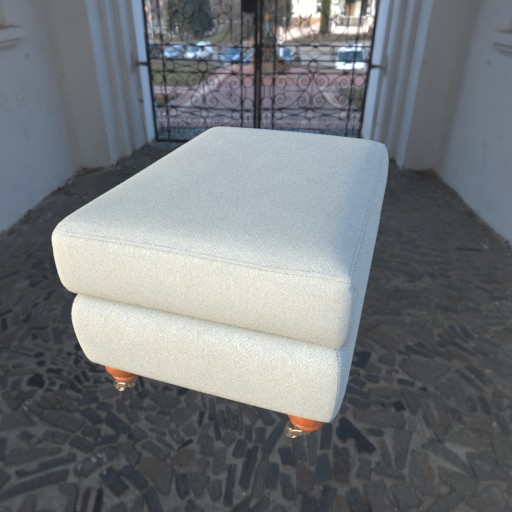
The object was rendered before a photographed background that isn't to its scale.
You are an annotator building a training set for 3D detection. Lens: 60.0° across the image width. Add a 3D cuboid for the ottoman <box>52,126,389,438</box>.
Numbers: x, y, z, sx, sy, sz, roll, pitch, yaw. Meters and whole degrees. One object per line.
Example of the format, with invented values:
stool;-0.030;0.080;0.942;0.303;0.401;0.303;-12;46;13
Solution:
ottoman;0.000;0.000;1.123;0.569;0.499;0.773;9;32;16
